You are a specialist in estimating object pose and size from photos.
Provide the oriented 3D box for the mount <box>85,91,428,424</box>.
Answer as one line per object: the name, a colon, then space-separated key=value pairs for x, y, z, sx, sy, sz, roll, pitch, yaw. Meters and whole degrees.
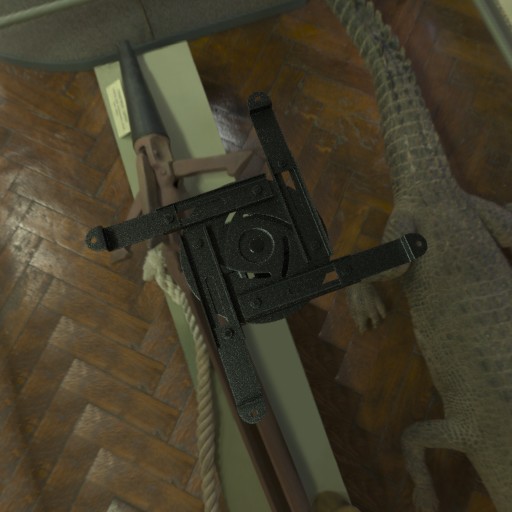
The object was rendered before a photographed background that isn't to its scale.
mount: x=0.000 y=0.000 z=0.611 sx=0.394 sy=0.141 sz=0.394 roll=-19 pitch=77 yaw=-5
